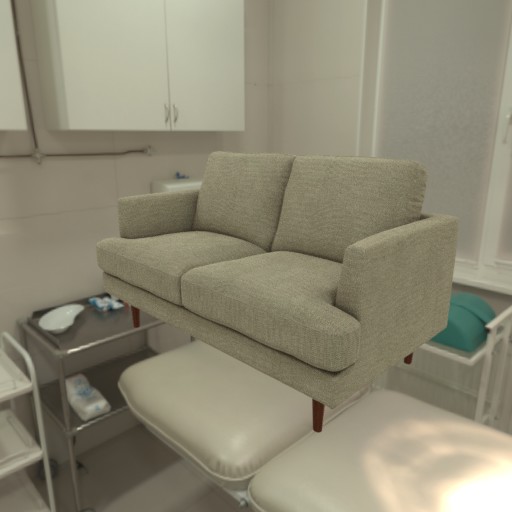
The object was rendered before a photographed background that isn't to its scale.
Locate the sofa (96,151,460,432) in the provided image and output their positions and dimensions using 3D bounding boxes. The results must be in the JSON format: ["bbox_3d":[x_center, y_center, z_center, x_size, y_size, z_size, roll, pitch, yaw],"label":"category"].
[{"bbox_3d":[0.000,0.000,2.131,1.582,0.944,0.903,15,22,43],"label":"sofa"}]
